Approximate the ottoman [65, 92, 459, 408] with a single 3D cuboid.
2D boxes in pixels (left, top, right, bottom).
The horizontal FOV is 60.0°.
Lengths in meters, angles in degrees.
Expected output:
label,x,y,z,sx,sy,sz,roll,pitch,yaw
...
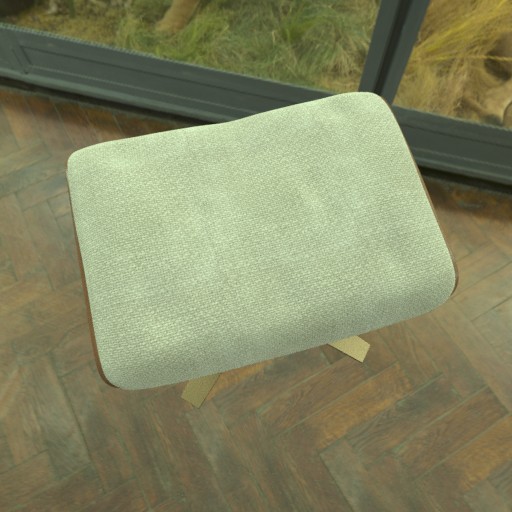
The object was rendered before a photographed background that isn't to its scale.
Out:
label,x,y,z,sx,sy,sz,roll,pitch,yaw
ottoman,0.000,0.000,0.789,0.520,0.391,0.394,-14,64,-7
